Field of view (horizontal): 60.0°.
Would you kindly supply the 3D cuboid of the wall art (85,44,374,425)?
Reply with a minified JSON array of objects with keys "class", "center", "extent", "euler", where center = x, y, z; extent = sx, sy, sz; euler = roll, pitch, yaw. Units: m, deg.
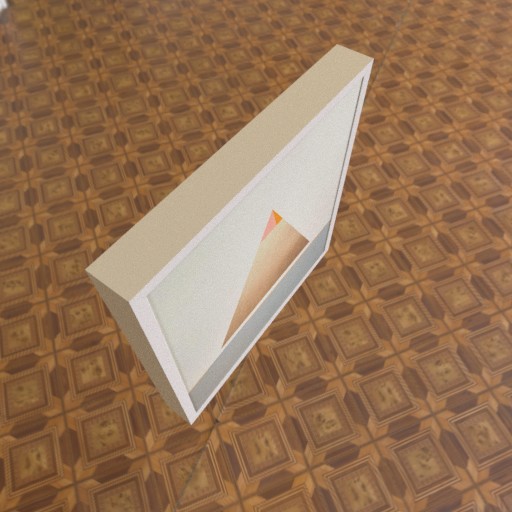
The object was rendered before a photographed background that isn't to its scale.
[{"class":"wall art","center":[0.000,0.000,0.462],"extent":[0.038,0.304,0.305],"euler":[31,62,19]}]
